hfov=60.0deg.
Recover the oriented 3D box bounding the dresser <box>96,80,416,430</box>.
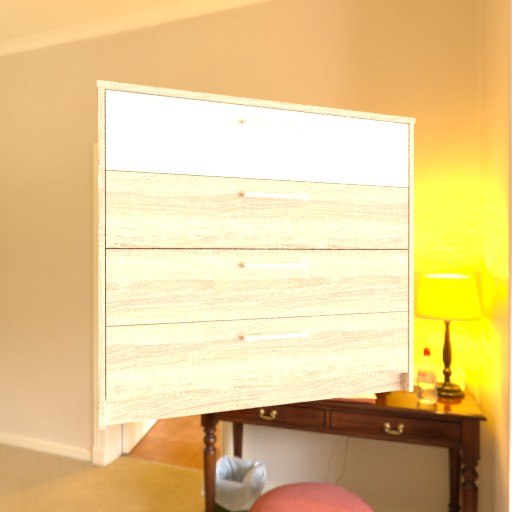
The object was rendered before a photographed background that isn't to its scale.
[{"bbox_3d":[0.000,0.000,1.457,0.980,0.900,0.380,0,0,-19],"label":"dresser"}]
